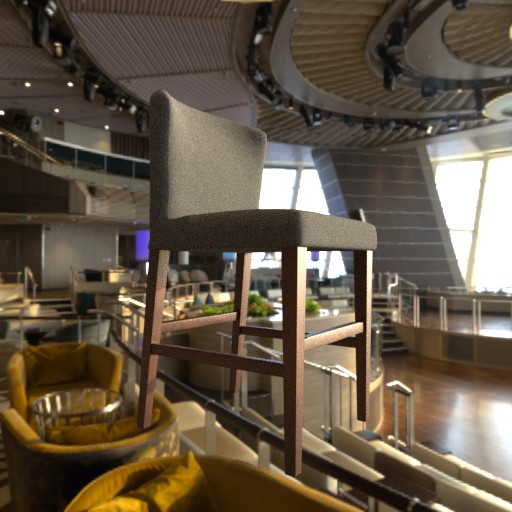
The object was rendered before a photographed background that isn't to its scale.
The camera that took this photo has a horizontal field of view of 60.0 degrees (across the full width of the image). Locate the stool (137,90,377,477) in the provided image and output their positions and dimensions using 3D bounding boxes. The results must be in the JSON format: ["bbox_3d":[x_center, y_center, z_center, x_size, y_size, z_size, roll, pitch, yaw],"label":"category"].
[{"bbox_3d":[0.000,0.000,1.289,0.568,0.968,0.479,-1,-1,35],"label":"stool"}]
